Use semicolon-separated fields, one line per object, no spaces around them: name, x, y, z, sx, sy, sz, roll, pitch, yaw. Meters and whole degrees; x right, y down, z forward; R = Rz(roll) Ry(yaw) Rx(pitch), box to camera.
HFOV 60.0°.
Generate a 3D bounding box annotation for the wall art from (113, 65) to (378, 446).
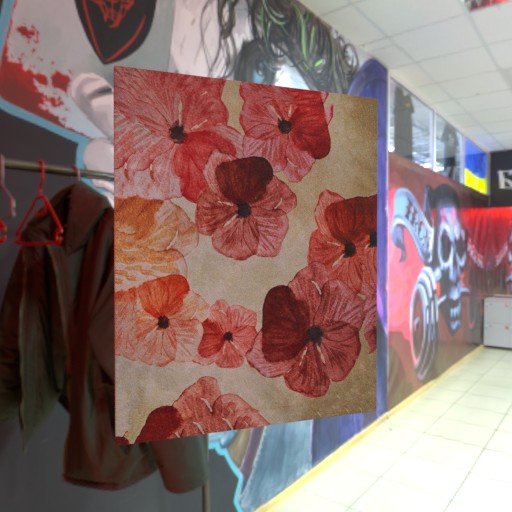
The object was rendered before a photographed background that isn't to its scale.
wall art;0.000;0.000;0.668;0.406;0.508;0.028;0;1;-19
